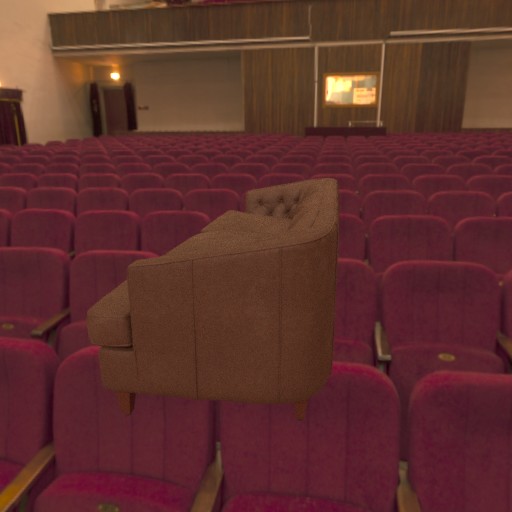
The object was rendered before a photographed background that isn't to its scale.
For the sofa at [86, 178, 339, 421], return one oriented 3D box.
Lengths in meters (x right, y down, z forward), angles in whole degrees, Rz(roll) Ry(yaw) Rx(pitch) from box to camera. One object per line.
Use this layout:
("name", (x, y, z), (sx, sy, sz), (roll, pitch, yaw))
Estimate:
("sofa", (0.000, 0.000, 2.589), (0.927, 0.787, 2.227), (3, 15, 10))
